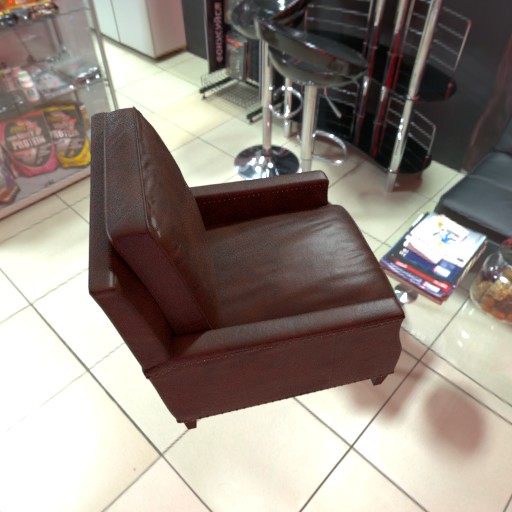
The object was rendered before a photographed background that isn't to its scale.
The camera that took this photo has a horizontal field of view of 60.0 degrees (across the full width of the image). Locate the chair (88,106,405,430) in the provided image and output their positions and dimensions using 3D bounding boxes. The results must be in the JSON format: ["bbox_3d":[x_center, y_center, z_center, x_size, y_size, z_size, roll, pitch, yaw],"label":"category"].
[{"bbox_3d":[0.000,0.000,1.743,1.035,1.054,0.854,-10,48,-9],"label":"chair"}]
